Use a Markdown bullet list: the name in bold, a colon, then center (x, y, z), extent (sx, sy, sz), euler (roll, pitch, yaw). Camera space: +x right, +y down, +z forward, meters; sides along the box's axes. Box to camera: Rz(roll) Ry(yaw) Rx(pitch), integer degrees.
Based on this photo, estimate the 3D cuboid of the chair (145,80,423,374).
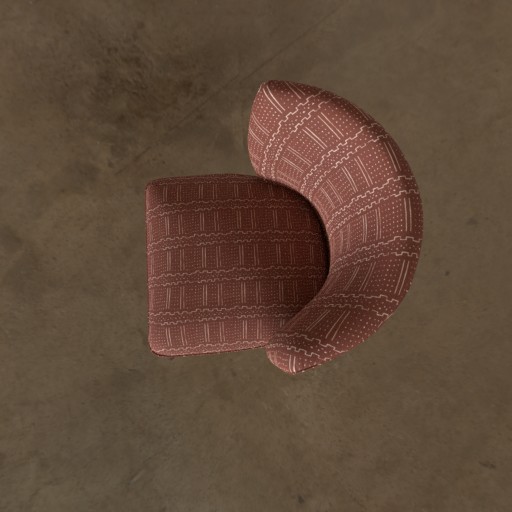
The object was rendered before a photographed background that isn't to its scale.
- **chair**: center (0.000, 0.000, 1.405), extent (0.758, 0.866, 0.706), euler (-5, 77, -1)
